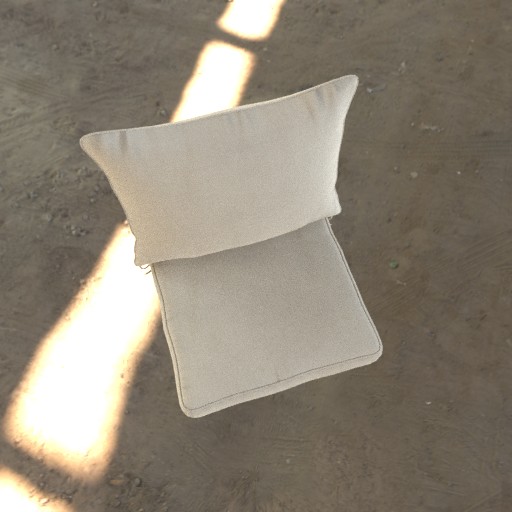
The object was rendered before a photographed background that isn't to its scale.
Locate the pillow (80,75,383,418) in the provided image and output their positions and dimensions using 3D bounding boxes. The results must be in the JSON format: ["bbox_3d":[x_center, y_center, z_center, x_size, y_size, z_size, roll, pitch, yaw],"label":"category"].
[{"bbox_3d":[0.000,0.000,1.363,0.798,0.716,0.733,-15,65,-7],"label":"pillow"}]
